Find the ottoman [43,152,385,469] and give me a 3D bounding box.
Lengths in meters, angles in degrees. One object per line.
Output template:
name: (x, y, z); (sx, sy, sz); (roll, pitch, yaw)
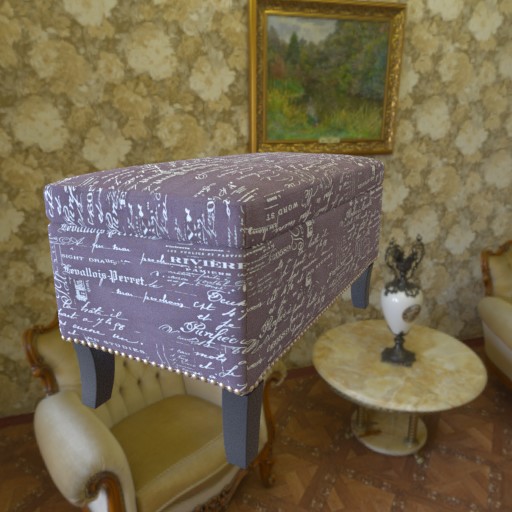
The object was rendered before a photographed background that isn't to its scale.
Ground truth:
ottoman: (0.000, 0.000, 1.044); (0.406, 0.457, 0.813); (8, 18, 27)
